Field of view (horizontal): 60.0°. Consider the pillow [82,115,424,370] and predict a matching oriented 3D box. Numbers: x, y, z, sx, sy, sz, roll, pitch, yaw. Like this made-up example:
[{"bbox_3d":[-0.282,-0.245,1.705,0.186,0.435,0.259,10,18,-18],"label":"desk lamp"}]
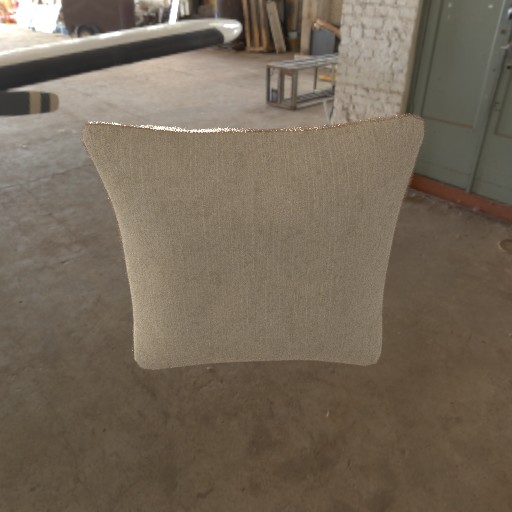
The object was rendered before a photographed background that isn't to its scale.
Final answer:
[{"bbox_3d":[0.000,0.000,0.829,0.538,0.525,0.216,-2,31,-3],"label":"pillow"}]
